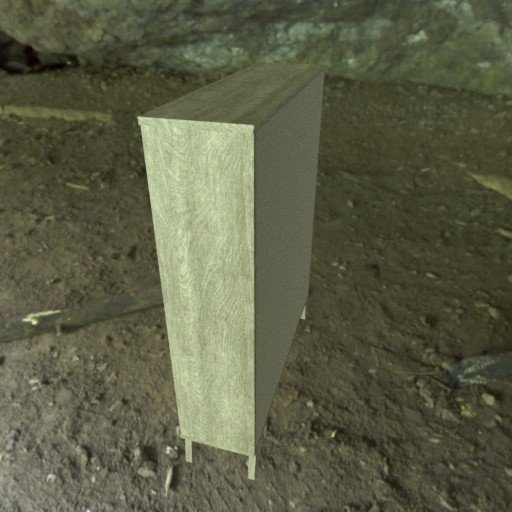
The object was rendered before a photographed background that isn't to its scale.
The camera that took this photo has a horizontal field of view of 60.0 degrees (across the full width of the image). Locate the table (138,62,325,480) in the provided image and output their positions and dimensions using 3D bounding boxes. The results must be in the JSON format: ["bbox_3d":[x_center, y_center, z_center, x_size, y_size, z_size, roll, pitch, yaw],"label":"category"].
[{"bbox_3d":[0.000,0.000,1.546,0.256,1.135,0.902,8,31,14],"label":"table"}]
